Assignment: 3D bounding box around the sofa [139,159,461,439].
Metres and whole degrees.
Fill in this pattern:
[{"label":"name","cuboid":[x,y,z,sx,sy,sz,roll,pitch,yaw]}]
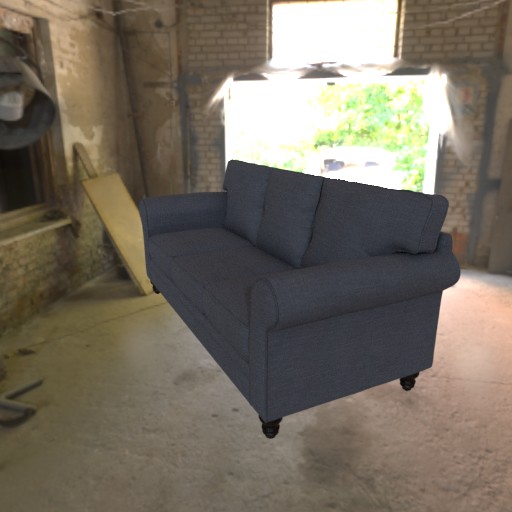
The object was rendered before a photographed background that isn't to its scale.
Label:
[{"label":"sofa","cuboid":[0.000,0.000,2.591,0.909,0.966,2.084,-8,19,-25]}]
